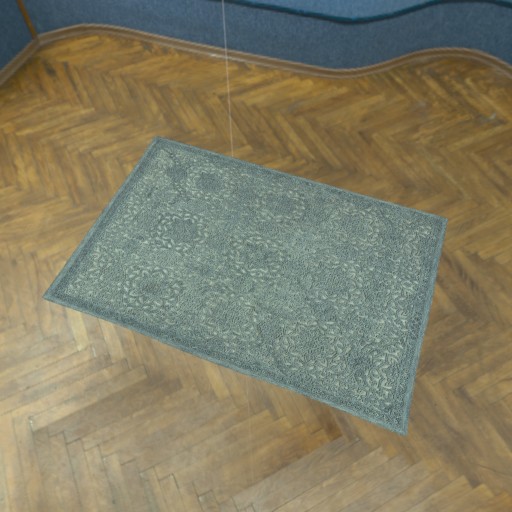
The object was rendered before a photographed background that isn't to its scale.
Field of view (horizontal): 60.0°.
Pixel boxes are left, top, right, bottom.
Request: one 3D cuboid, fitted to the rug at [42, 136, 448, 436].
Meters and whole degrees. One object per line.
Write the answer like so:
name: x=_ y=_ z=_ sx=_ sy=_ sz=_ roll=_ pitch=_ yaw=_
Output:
rug: x=0.000 y=0.000 z=2.342 sx=1.830 sy=0.016 sz=1.224 roll=18 pitch=60 yaw=11
